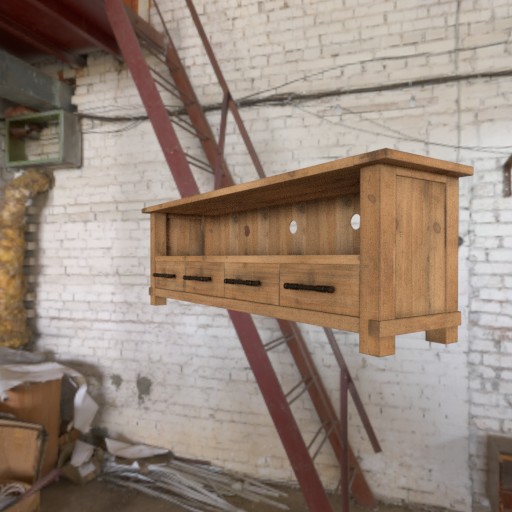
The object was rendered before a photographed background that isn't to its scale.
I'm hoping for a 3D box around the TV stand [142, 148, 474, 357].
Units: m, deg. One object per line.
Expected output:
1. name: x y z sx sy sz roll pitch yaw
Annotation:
1. TV stand: 0.000 0.000 2.035 0.453 0.573 1.804 0 0 -35
